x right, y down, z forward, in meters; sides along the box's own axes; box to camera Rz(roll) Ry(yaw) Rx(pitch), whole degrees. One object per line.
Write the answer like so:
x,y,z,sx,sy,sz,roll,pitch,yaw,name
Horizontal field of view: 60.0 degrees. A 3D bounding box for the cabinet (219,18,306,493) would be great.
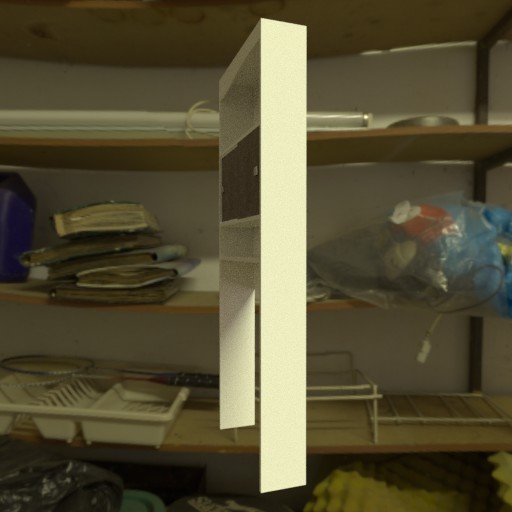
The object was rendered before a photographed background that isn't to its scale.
0.000,0.000,1.985,0.192,1.770,0.643,0,1,-19,cabinet
